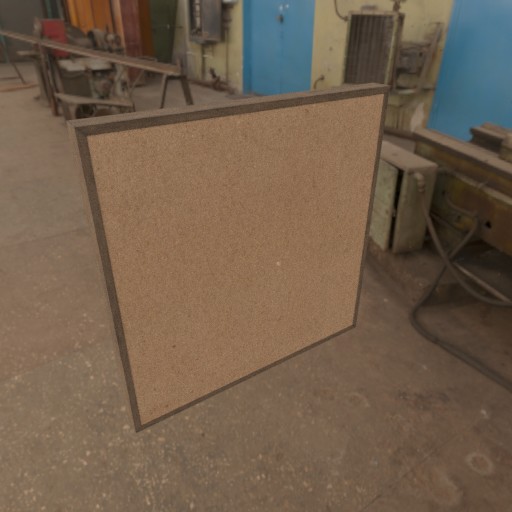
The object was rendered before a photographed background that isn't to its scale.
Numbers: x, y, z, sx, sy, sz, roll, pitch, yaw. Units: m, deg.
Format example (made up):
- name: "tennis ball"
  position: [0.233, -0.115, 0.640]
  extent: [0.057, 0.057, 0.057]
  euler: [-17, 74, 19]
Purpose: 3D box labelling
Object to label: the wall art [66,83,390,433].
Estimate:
- name: "wall art"
  position: [0.000, 0.000, 0.753]
  extent: [0.508, 0.508, 0.038]
  euler: [-18, 35, -29]
